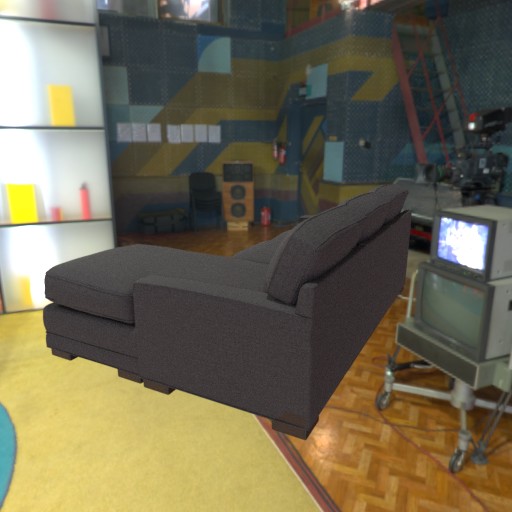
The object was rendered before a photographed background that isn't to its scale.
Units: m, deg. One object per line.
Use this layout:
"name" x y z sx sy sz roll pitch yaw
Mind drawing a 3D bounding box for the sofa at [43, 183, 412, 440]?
"sofa" 0.000 0.000 3.267 1.790 0.973 2.370 8 17 27
